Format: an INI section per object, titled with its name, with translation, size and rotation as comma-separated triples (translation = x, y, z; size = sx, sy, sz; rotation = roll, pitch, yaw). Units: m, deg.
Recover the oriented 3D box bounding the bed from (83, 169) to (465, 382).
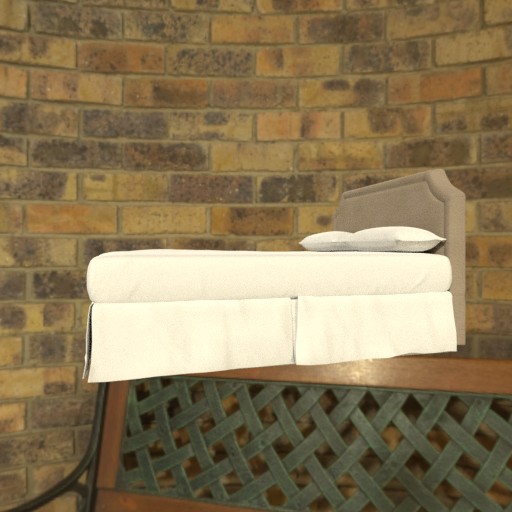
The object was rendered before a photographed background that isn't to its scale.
[bed]
translation = 0.000, 0.000, 3.554
size = 2.498, 1.293, 1.977
rotation = 0, 1, -17
